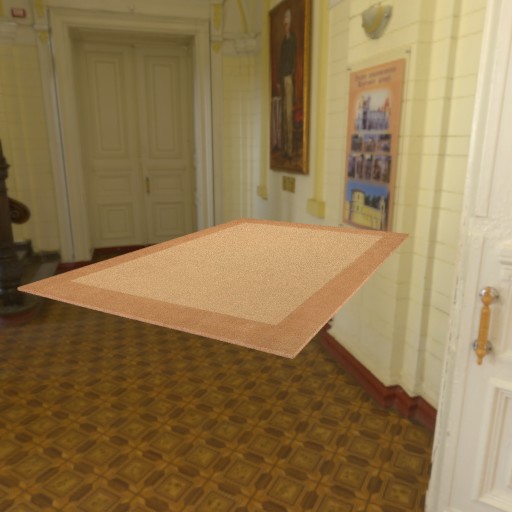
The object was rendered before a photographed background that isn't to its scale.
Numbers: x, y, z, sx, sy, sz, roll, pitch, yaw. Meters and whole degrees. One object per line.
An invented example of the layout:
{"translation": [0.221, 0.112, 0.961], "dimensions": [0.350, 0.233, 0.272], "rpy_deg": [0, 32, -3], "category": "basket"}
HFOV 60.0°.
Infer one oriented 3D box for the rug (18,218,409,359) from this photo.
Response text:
{"translation": [0.000, 0.000, 2.294], "dimensions": [1.219, 0.014, 1.829], "rpy_deg": [8, 17, 27], "category": "rug"}
